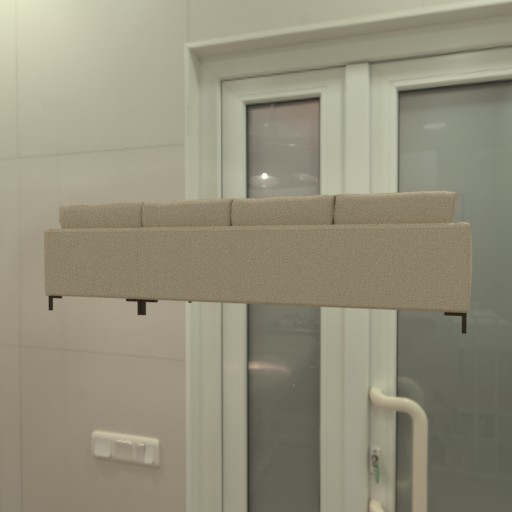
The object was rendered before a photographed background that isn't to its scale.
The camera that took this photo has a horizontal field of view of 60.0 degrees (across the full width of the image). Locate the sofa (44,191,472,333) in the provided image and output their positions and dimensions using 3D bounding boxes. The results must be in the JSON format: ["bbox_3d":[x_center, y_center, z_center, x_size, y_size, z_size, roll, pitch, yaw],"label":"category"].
[{"bbox_3d":[0.000,0.000,3.237,2.731,0.755,1.258,0,1,18],"label":"sofa"}]
